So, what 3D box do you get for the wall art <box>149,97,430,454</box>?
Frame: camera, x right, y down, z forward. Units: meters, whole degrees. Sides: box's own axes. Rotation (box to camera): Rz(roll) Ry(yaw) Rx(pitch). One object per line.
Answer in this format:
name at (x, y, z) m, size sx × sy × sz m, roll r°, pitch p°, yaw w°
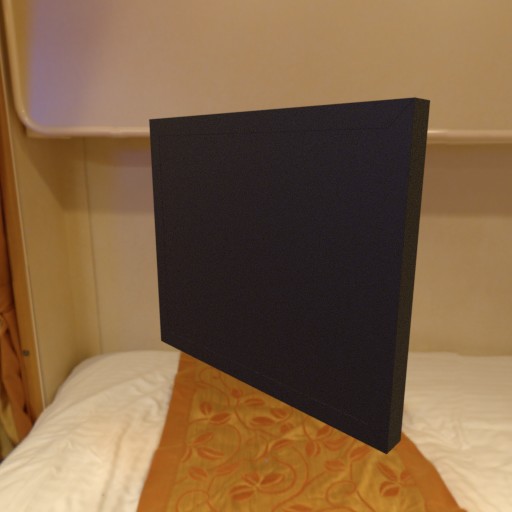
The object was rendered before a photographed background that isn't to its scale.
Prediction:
wall art at (0.000, 0.000, 0.532) m, size 0.381 × 0.330 × 0.029 m, roll 13°, pitch 18°, yaw 42°
